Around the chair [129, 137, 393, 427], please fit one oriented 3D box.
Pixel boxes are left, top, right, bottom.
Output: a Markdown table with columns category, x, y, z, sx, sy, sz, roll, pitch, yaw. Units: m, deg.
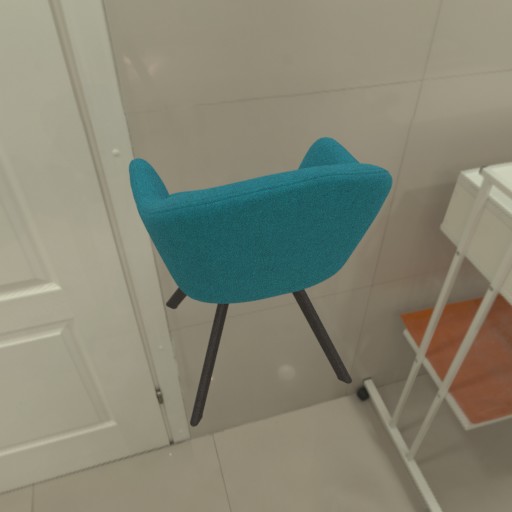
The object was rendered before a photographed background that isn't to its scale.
| category | x | y | z | sx | sy | sz | roll | pitch | yaw |
| --- | --- | --- | --- | --- | --- | --- | --- | --- | --- |
| chair | 0.000 | 0.000 | 1.146 | 0.545 | 0.775 | 0.565 | -11 | 42 | -13 |
